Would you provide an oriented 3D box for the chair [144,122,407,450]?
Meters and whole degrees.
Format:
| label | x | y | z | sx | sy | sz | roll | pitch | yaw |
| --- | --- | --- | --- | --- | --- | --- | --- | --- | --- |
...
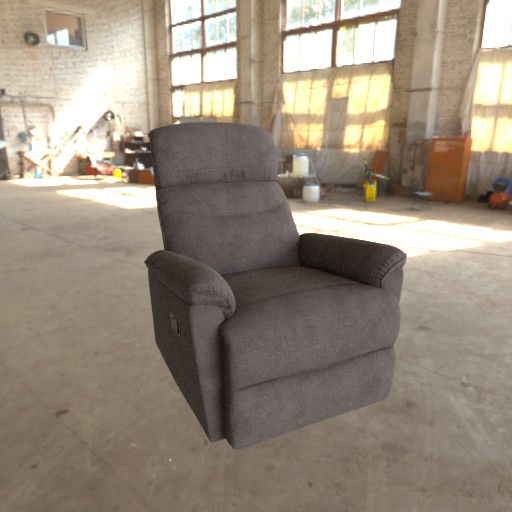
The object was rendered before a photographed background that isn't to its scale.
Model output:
| label | x | y | z | sx | sy | sz | roll | pitch | yaw |
| --- | --- | --- | --- | --- | --- | --- | --- | --- | --- |
| chair | 0.000 | 0.000 | 1.762 | 0.830 | 1.036 | 1.009 | -8 | 17 | -26 |
